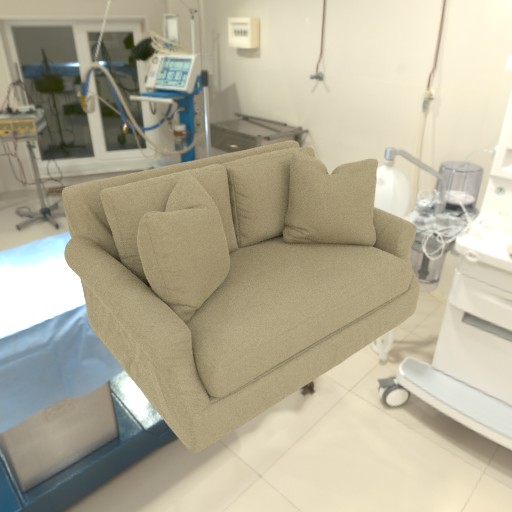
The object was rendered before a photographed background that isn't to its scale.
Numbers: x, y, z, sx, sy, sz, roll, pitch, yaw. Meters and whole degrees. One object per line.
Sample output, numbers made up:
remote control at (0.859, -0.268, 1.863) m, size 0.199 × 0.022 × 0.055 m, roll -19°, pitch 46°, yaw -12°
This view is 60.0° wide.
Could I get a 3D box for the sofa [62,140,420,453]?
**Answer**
sofa at (0.000, 0.000, 2.202) m, size 1.550 × 0.905 × 1.070 m, roll -21°, pitch 35°, yaw -34°
